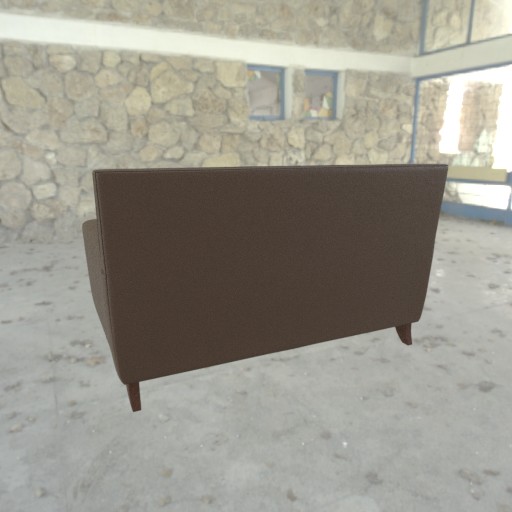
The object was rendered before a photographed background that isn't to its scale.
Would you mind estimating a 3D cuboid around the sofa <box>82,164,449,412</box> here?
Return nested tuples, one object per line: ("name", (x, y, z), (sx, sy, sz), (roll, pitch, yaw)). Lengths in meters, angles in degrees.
("sofa", (0.000, 0.000, 2.092), (1.468, 0.859, 0.853), (-6, 15, -25))
